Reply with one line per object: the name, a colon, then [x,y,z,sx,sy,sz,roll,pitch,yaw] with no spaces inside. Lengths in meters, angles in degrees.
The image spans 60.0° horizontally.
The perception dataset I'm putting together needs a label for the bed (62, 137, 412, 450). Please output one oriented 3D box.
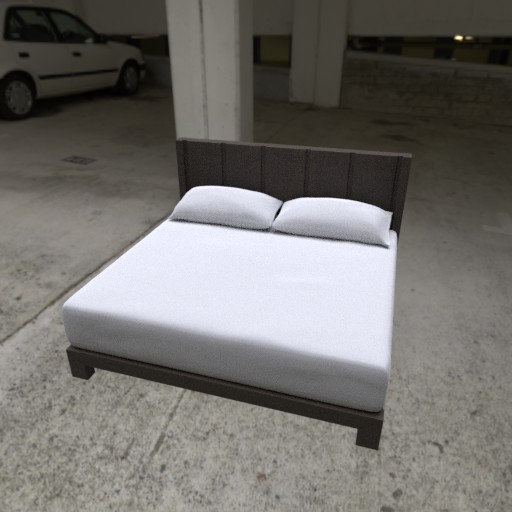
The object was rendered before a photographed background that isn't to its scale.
bed: [0.000,0.000,3.453,2.134,1.270,2.012,8,28,15]
